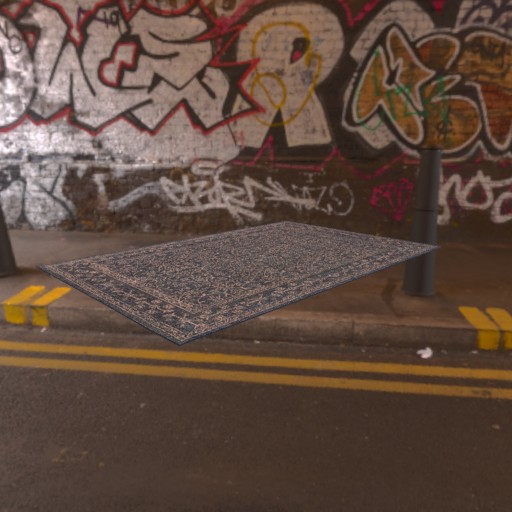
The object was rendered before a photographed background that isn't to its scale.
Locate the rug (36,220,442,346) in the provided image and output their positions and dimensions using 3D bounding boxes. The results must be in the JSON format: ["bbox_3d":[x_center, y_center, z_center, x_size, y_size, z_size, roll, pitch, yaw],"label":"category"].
[{"bbox_3d":[0.000,0.000,2.348,1.819,0.005,1.200,-14,20,-43],"label":"rug"}]
